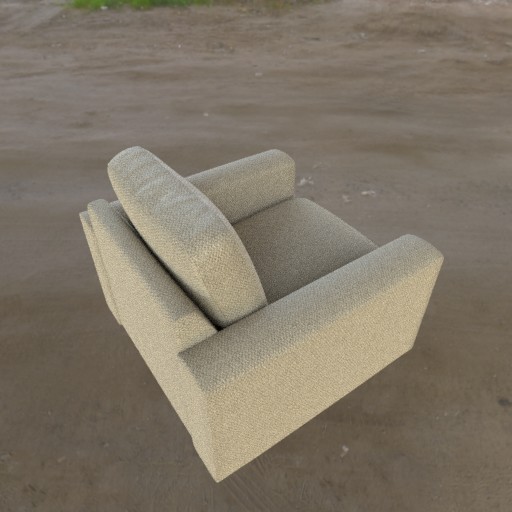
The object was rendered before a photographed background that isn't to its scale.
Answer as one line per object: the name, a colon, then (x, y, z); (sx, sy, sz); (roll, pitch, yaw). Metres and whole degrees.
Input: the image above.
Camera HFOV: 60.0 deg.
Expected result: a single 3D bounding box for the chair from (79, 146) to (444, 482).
chair: (0.000, 0.000, 1.737); (1.016, 0.873, 1.005); (-24, 46, -26)
